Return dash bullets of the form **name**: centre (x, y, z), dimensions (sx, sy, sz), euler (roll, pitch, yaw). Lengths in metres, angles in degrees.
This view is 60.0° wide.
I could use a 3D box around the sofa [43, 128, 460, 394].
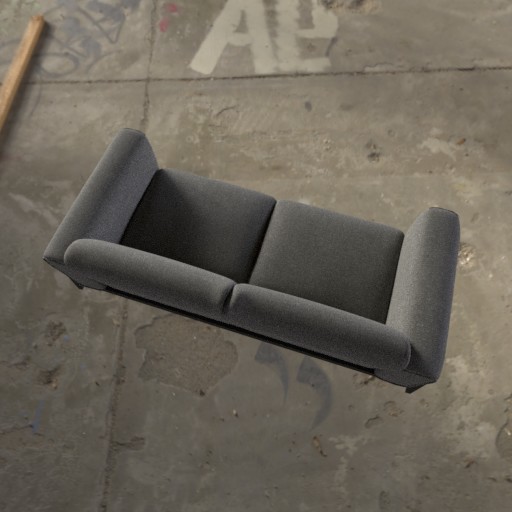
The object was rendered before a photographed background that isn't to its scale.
- **sofa**: centre (0.000, 0.000, 2.564), dimensions (2.125, 0.703, 0.985), euler (16, 64, 8)
